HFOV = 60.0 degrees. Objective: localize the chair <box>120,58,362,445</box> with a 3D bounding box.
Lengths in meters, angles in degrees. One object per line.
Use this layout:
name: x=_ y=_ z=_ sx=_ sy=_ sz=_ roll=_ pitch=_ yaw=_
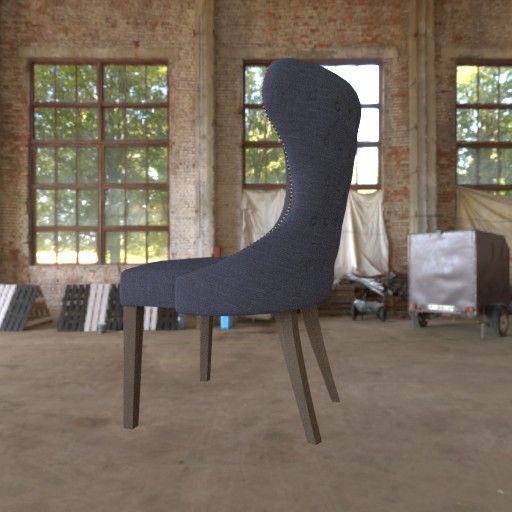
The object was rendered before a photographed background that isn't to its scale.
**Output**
chair: x=0.000 y=0.000 z=1.387 sx=0.635 sy=0.967 sz=0.628 roll=0 pitch=1 yaw=19
